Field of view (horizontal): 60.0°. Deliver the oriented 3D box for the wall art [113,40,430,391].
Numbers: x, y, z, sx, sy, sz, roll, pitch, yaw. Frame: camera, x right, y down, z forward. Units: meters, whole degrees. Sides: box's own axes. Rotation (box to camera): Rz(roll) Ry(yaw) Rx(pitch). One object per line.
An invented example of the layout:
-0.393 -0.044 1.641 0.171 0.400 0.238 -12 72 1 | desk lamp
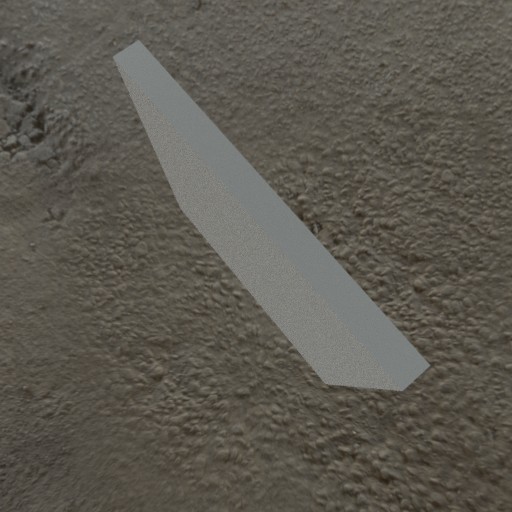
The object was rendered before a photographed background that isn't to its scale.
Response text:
0.000 0.000 0.517 0.027 0.355 0.355 -38 78 -10 | wall art
